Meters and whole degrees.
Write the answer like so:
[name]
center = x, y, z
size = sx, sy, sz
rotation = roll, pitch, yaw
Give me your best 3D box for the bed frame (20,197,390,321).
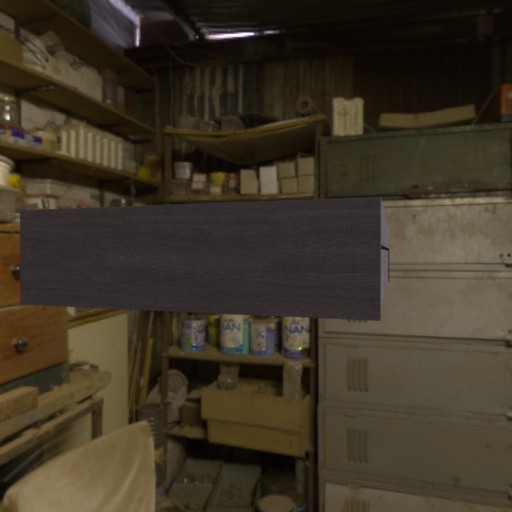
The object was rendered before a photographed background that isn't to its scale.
[bed frame]
center = 0.000, 0.000, 2.557
size = 1.448, 0.459, 1.944
rotation = 0, 1, 18
